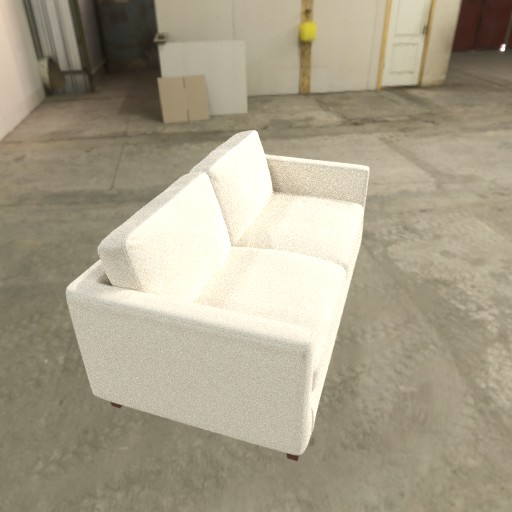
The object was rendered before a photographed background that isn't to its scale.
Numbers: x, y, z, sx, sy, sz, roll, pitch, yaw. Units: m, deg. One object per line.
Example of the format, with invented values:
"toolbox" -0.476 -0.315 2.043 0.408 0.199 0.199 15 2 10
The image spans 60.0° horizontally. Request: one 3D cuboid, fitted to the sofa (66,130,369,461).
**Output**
"sofa" 0.000 0.000 2.293 0.964 0.888 1.702 10 33 16
